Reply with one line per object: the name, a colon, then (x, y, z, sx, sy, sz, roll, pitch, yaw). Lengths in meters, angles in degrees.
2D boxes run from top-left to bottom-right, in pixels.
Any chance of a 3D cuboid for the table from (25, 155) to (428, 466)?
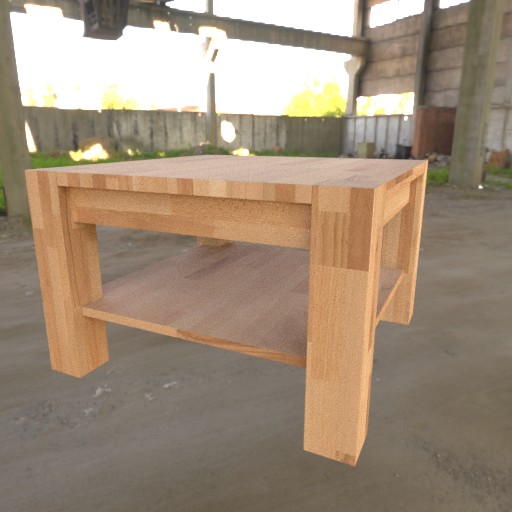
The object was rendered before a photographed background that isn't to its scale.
table: (0.000, 0.000, 1.110, 0.700, 0.451, 0.700, 7, 17, 25)
